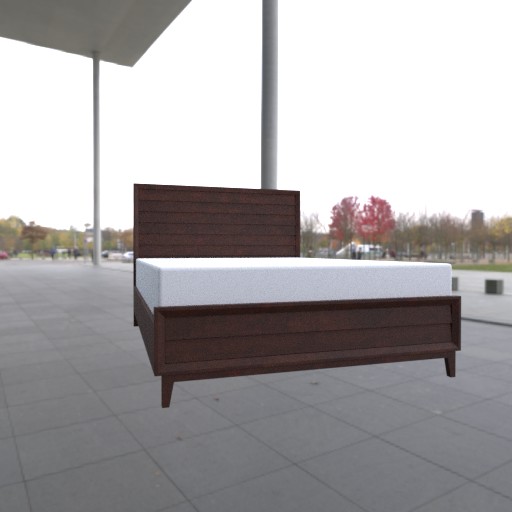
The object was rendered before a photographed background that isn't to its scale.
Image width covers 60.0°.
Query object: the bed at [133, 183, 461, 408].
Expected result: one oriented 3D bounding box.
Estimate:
[{"bbox_3d":[0.000,0.000,3.157,1.600,1.270,2.184,0,1,-18],"label":"bed"}]
